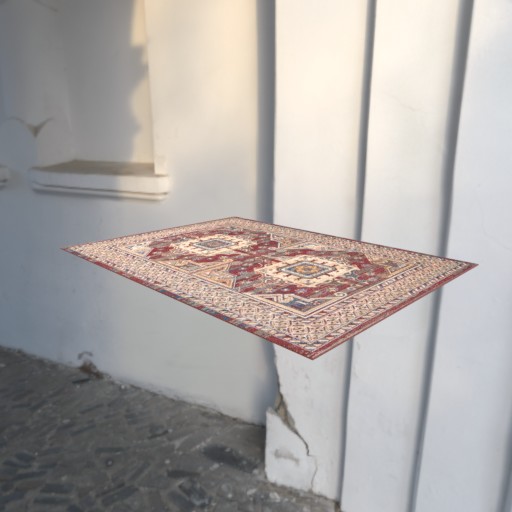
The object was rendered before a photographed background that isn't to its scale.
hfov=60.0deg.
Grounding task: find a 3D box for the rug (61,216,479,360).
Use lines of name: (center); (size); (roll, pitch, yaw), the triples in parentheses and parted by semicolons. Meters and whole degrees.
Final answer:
rug: (0.000, 0.000, 4.199); (3.197, 0.013, 2.381); (15, 22, 43)
